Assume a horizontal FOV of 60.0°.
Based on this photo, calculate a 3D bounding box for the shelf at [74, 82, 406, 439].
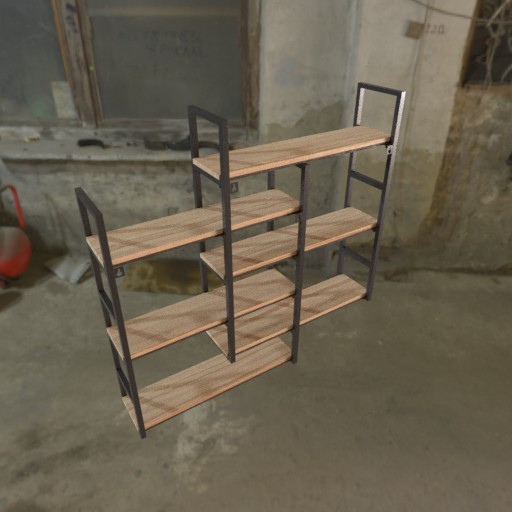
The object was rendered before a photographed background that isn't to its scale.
[{"bbox_3d":[0.000,0.000,1.396,0.946,0.921,0.183,-19,36,-28],"label":"shelf"}]
